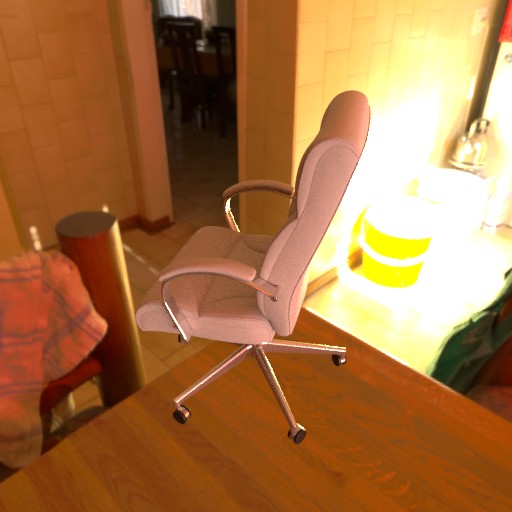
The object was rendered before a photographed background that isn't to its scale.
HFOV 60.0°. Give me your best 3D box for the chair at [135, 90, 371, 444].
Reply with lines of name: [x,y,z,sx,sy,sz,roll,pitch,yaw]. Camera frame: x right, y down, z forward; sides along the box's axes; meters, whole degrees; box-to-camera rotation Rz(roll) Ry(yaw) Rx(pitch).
chair: [0.000,0.000,1.604,0.745,1.099,0.727,8,32,12]
